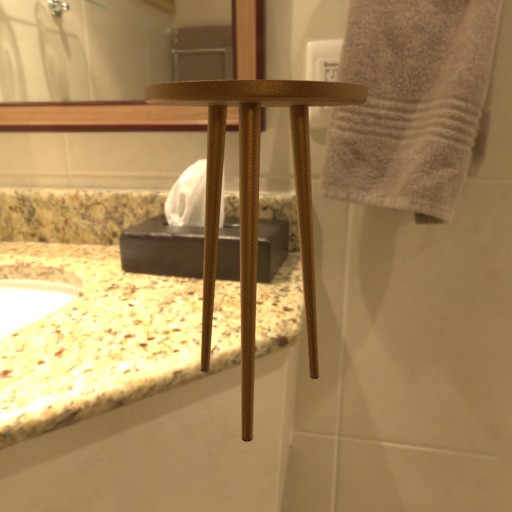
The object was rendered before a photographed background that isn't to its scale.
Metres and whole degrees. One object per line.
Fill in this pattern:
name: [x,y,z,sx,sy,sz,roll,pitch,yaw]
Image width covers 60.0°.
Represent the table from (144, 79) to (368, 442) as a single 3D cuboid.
table: [0.000,0.000,0.678,0.299,0.480,0.299,-8,19,-25]
